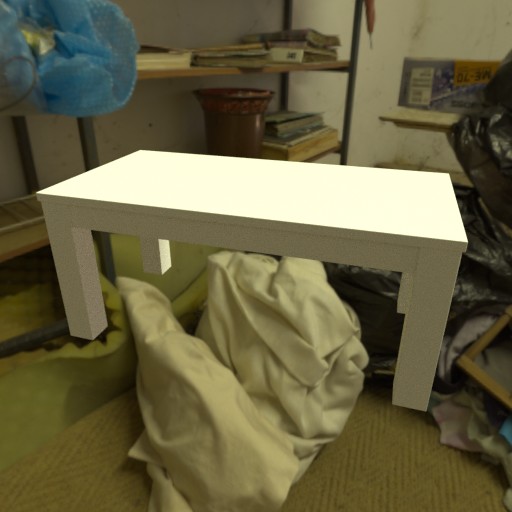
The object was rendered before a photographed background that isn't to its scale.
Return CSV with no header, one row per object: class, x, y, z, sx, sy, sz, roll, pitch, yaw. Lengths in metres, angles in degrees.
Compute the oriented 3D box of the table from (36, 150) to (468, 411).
table,0.000,0.000,2.314,1.800,0.790,0.900,8,27,16
